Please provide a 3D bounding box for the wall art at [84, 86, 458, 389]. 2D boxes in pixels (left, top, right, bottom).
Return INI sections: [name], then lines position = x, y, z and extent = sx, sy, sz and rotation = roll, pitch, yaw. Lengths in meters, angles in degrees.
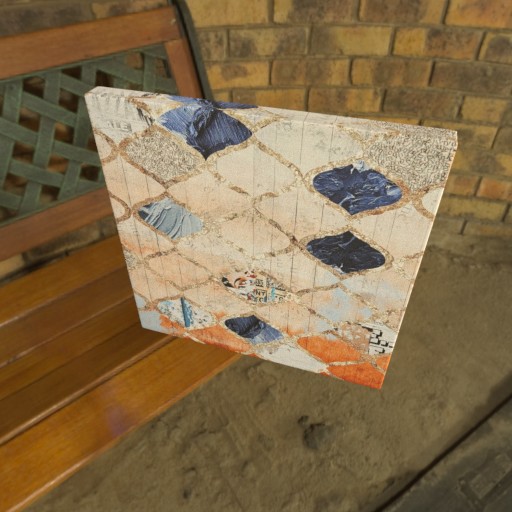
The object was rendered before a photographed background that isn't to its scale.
[wall art]
position = 0.000, 0.000, 0.751
extent = 0.507, 0.508, 0.038
rotation = 12, 42, 13
